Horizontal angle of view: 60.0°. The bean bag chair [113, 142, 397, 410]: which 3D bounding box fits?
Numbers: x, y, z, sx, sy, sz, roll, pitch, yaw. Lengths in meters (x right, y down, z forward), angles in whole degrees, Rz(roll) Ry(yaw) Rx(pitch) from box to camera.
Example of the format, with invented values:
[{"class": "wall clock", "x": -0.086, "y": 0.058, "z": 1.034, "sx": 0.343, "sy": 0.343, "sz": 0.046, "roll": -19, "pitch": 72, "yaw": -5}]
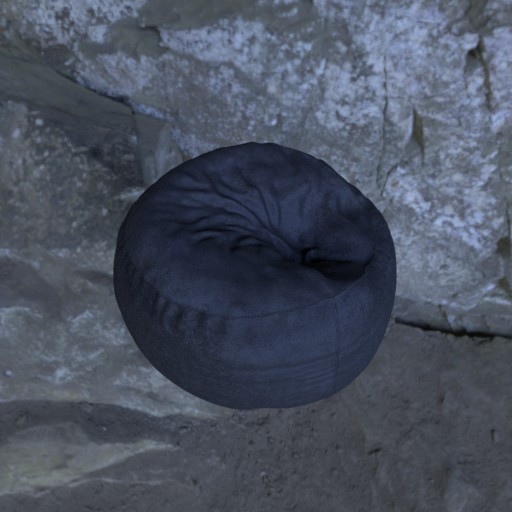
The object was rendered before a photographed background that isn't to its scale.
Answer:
[{"class": "bean bag chair", "x": 0.000, "y": 0.000, "z": 2.412, "sx": 1.525, "sy": 0.751, "sz": 1.525, "roll": 0, "pitch": 46, "yaw": 0}]
